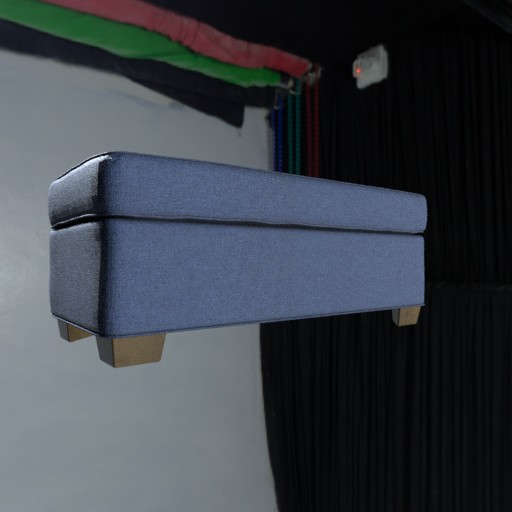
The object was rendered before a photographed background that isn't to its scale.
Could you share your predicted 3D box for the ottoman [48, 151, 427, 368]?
[{"bbox_3d":[0.000,0.000,1.372,1.110,0.460,0.515,0,-1,-37],"label":"ottoman"}]
